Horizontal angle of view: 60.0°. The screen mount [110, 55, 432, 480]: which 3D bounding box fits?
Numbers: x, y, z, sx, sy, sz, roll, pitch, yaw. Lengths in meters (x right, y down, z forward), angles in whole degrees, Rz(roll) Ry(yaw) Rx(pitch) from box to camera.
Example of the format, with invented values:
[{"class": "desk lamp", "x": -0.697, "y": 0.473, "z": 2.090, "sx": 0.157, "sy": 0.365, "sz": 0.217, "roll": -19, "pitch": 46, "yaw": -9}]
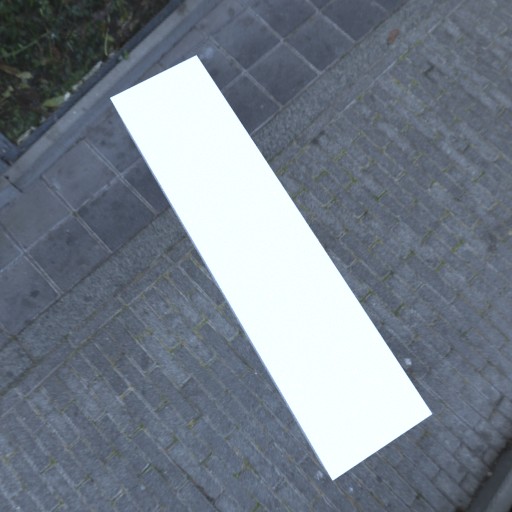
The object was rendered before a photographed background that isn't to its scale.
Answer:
[{"class": "screen mount", "x": 0.000, "y": 0.000, "z": 1.850, "sx": 0.399, "sy": 0.432, "sz": 1.644, "roll": -30, "pitch": 77, "yaw": -8}]
